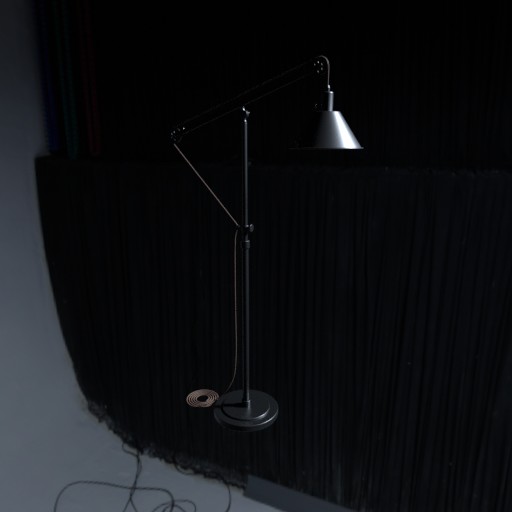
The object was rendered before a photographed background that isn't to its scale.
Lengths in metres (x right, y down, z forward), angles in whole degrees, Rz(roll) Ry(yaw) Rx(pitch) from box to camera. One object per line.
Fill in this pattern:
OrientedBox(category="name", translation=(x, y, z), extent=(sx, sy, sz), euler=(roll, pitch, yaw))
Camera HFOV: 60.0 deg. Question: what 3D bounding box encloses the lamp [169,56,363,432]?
OrientedBox(category="lamp", translation=(0.000, 0.000, 1.999), extent=(0.904, 1.626, 0.319), euler=(7, 16, 26))
